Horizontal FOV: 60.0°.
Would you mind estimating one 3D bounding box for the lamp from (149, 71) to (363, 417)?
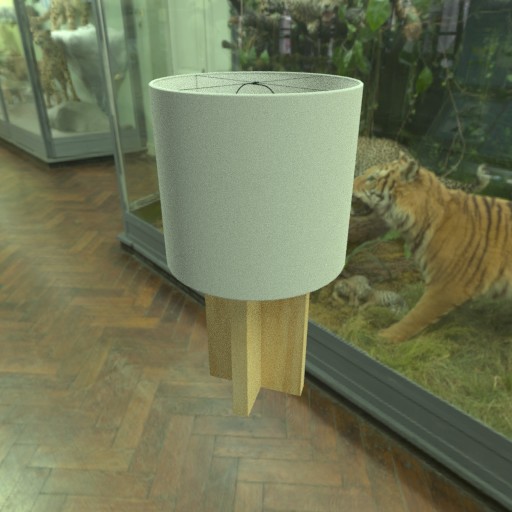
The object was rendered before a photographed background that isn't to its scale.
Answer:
[{"bbox_3d":[0.000,0.000,0.579,0.229,0.428,0.229,8,28,16],"label":"lamp"}]
